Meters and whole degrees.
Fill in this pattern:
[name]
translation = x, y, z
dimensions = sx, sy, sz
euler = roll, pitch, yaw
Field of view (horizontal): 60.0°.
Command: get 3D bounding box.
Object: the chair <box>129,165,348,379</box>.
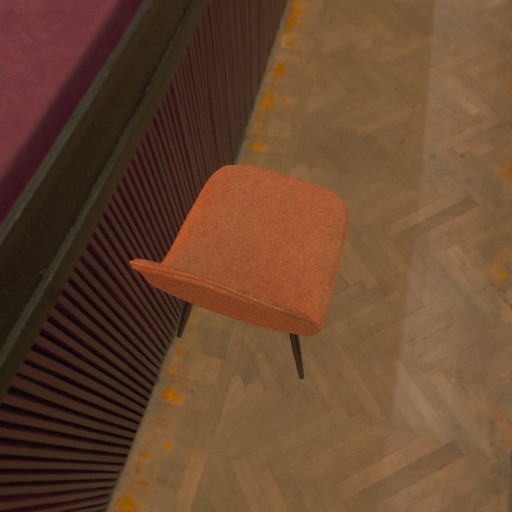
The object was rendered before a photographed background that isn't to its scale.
[chair]
translation = 0.000, 0.000, 1.228
dimensions = 0.472, 0.889, 0.561
euler = 17, 65, 8
